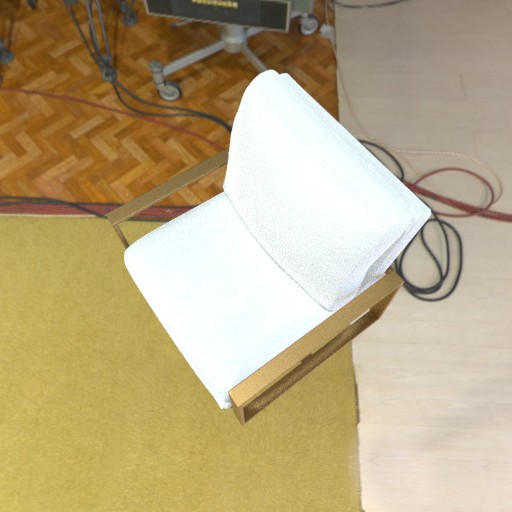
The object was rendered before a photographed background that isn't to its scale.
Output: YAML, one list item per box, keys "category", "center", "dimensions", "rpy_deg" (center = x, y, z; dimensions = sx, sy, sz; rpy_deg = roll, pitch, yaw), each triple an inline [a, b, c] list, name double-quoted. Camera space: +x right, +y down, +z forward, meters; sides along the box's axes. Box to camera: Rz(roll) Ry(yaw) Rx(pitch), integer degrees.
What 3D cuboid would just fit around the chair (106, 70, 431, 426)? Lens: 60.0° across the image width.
- category: "chair"
  center: [0.000, 0.000, 1.607]
  dimensions: [0.813, 0.966, 0.805]
  rpy_deg: [-34, 69, -15]
